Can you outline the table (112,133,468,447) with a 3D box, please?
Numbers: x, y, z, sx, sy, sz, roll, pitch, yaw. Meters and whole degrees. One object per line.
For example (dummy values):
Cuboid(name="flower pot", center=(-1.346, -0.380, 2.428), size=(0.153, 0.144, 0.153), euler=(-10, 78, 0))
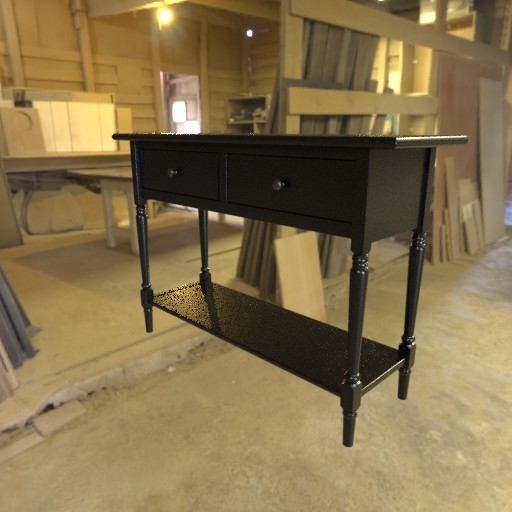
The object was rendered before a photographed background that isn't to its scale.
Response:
Cuboid(name="table", center=(0.000, 0.000, 1.545), size=(1.191, 0.819, 0.386), euler=(15, 22, 43))
